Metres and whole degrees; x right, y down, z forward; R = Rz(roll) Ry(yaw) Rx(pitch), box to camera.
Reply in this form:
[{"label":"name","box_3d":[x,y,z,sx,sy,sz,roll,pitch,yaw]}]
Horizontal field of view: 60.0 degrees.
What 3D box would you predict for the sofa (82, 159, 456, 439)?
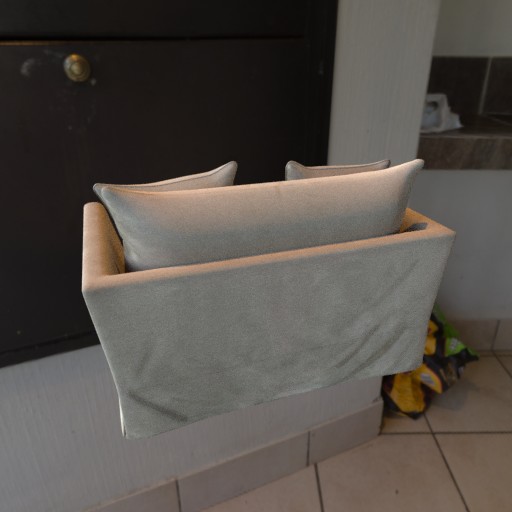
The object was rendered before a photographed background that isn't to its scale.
[{"label":"sofa","box_3d":[0.000,0.000,2.272,1.608,1.040,1.035,-8,27,-17]}]
